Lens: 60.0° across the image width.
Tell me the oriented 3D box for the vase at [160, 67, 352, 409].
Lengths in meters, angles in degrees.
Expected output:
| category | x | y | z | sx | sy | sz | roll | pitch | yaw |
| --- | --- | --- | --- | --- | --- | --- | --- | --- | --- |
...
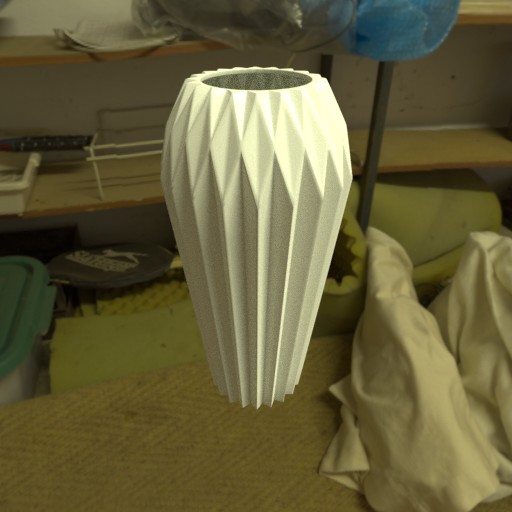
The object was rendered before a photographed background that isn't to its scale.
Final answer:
| category | x | y | z | sx | sy | sz | roll | pitch | yaw |
| --- | --- | --- | --- | --- | --- | --- | --- | --- | --- |
| vase | 0.000 | 0.000 | 0.348 | 0.133 | 0.263 | 0.133 | 0 | 32 | 0 |
